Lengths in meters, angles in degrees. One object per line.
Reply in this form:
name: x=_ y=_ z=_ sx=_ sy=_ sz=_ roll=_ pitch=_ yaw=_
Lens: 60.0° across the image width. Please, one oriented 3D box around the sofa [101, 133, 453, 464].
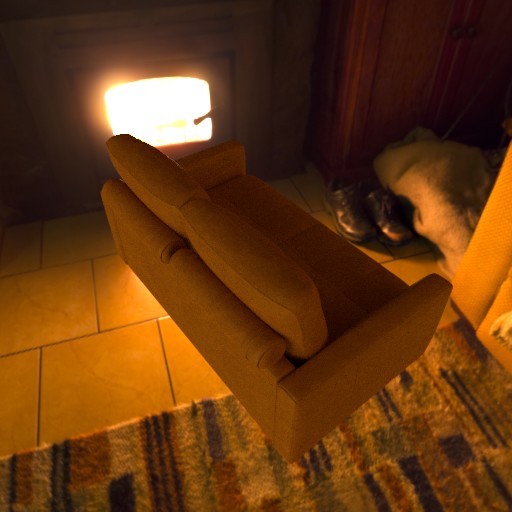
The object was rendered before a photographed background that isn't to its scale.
sofa: x=0.000 y=0.000 z=1.968 sx=0.868 sy=0.898 sz=1.430 roll=-28 pitch=50 yaw=-27
